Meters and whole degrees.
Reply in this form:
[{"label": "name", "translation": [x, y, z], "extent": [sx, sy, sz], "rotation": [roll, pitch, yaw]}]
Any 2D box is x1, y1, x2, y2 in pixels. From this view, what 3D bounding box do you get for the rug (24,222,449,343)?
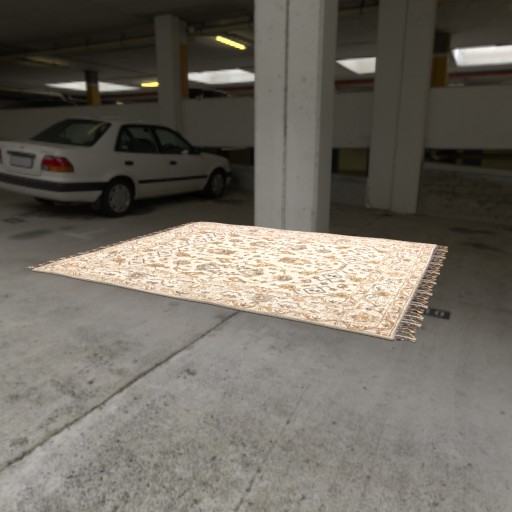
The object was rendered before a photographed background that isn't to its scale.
[{"label": "rug", "translation": [0.000, 0.000, 3.989], "extent": [3.061, 0.034, 2.426], "rotation": [7, 16, 26]}]
